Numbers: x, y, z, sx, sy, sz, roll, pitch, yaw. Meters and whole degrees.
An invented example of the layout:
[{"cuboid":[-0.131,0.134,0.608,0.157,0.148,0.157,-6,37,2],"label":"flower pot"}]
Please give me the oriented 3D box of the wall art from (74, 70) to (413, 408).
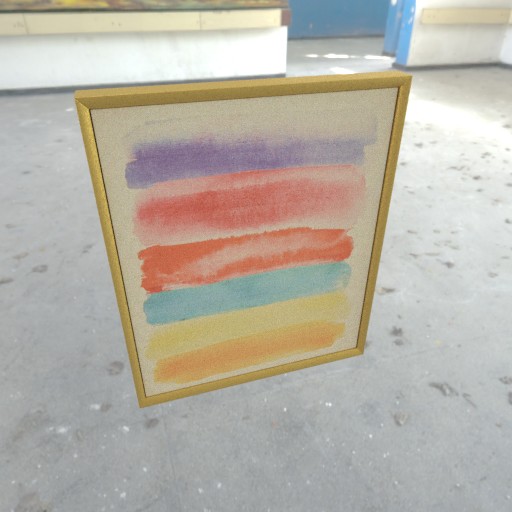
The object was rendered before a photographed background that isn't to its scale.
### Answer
[{"cuboid":[0.000,0.000,0.864,0.537,0.642,0.048,-10,33,-15],"label":"wall art"}]
